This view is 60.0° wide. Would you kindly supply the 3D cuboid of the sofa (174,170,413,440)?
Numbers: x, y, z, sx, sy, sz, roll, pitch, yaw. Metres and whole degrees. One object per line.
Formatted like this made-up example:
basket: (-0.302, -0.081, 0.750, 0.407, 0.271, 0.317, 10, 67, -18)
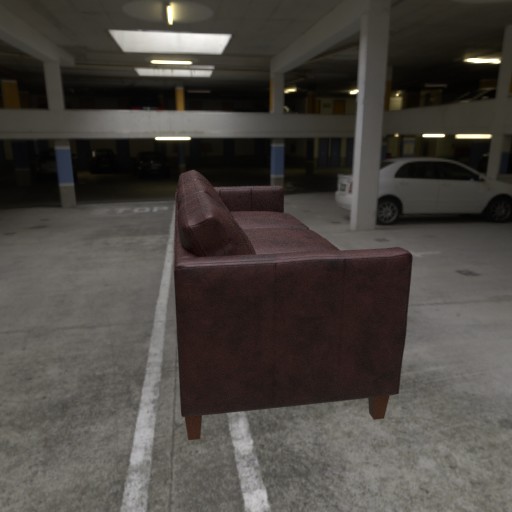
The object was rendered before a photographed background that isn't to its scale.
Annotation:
sofa: (0.000, 0.000, 2.980, 1.045, 1.006, 2.464, -3, 16, -9)
